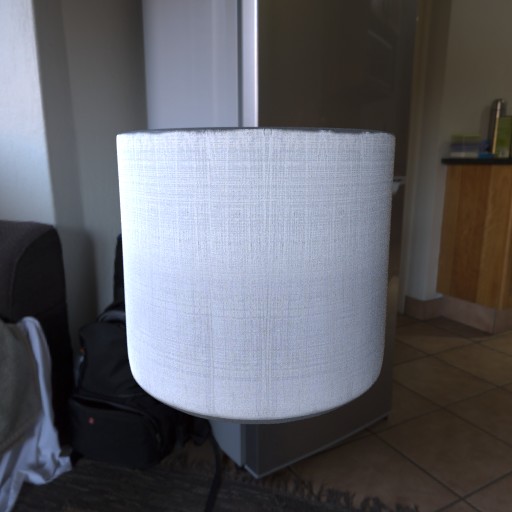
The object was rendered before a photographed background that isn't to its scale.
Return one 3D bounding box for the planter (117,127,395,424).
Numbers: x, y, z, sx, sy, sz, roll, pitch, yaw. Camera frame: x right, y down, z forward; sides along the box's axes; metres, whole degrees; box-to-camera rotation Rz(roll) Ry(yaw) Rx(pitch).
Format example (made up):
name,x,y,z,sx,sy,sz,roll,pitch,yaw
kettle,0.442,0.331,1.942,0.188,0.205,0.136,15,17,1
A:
name,x,y,z,sx,sy,sz,roll,pitch,yaw
planter,0.000,0.000,0.381,0.221,0.201,0.221,0,13,0
